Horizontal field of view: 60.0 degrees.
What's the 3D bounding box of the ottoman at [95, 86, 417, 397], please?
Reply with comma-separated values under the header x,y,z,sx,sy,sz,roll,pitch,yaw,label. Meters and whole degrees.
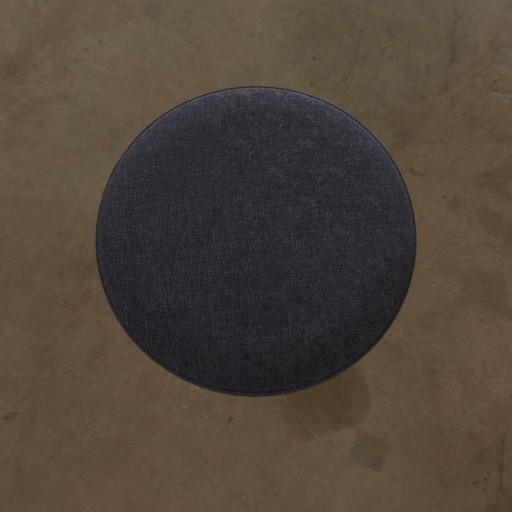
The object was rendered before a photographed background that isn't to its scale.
x,y,z,sx,sy,sz,roll,pitch,yaw,label
0.000,0.000,0.890,0.520,0.430,0.520,0,76,0,ottoman
